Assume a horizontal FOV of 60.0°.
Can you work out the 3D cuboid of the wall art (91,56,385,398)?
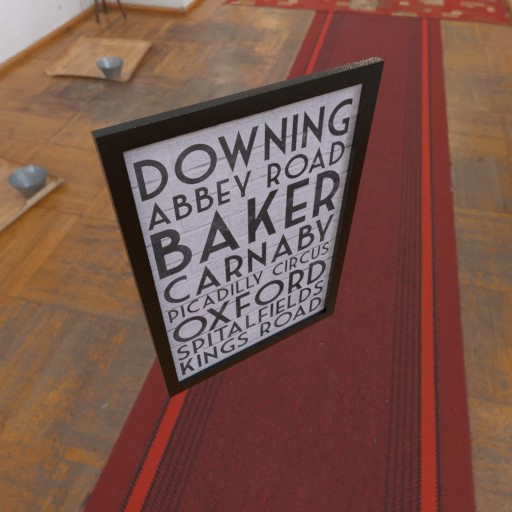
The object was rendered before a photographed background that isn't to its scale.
[{"bbox_3d":[0.000,0.000,0.563,0.304,0.432,0.013,-23,49,-21],"label":"wall art"}]
